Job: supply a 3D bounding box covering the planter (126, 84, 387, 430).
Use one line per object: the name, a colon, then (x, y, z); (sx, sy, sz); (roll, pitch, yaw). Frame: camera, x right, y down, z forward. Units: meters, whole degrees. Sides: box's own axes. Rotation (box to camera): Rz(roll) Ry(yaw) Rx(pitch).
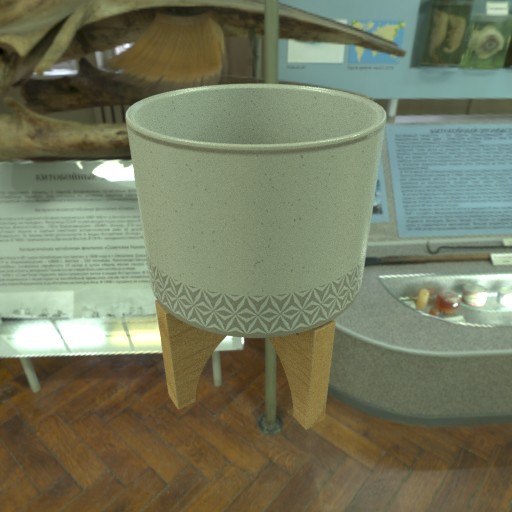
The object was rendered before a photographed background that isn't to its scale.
planter: (0.000, 0.000, 0.272); (0.130, 0.178, 0.130); (0, 31, 0)
